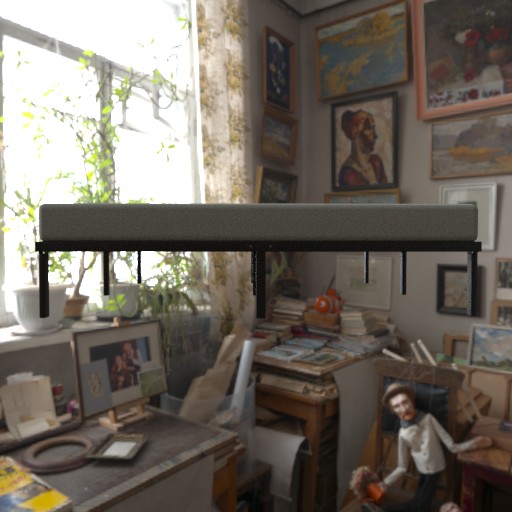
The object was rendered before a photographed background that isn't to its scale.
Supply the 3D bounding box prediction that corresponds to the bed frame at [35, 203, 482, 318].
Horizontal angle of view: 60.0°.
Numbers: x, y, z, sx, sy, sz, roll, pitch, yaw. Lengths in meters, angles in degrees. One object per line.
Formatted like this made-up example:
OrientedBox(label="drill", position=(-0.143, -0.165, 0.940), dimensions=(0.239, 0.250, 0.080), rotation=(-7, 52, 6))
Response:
OrientedBox(label="bed frame", position=(0.000, 0.000, 3.859), dimensions=(2.635, 0.680, 2.526), rotation=(0, 1, -1))
